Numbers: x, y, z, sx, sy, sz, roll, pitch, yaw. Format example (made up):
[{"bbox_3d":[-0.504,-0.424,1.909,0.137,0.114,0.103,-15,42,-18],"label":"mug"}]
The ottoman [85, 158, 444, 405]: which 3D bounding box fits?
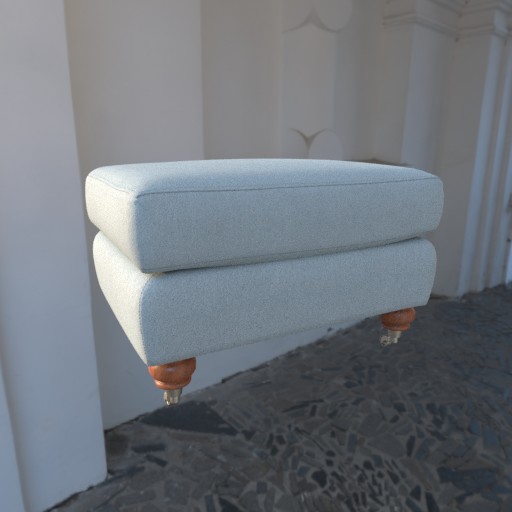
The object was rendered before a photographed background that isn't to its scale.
[{"bbox_3d":[0.000,0.000,1.172,0.773,0.499,0.569,-7,16,-27],"label":"ottoman"}]
